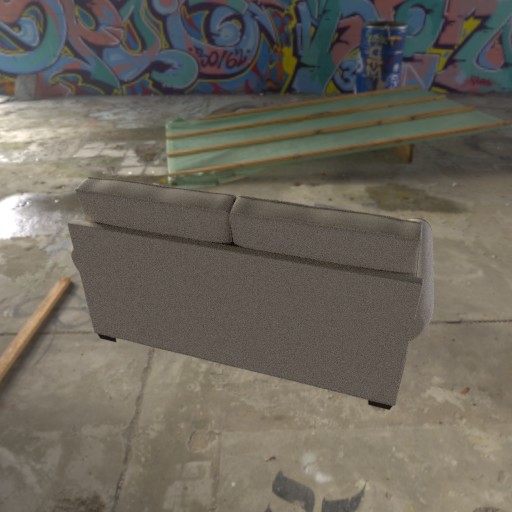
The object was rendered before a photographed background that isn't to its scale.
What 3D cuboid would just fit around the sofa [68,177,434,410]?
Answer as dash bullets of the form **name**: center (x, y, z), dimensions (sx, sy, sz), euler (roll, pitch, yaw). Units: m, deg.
- **sofa**: center (0.000, 0.000, 2.383), dimensions (1.774, 0.933, 0.861), euler (10, 33, 15)
